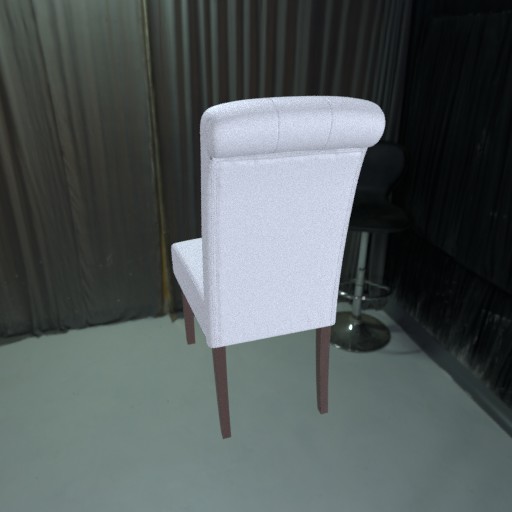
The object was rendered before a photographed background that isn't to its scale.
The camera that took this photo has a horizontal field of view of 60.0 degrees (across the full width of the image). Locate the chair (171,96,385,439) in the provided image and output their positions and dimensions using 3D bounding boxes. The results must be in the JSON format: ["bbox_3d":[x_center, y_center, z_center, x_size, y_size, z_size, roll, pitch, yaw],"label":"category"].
[{"bbox_3d":[0.000,0.000,1.407,0.456,1.006,0.671,-8,26,-16],"label":"chair"}]
